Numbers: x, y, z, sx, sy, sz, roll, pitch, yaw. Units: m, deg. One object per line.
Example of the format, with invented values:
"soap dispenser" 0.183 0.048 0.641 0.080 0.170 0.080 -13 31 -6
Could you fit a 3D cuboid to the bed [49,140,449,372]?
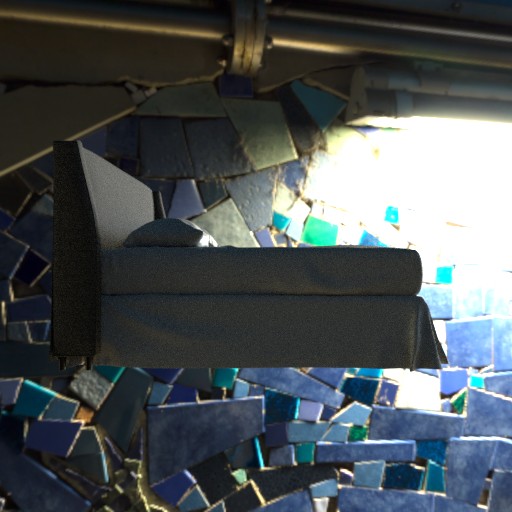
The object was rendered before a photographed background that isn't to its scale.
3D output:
"bed" 0.000 0.000 3.406 2.276 1.332 1.925 0 -1 2
